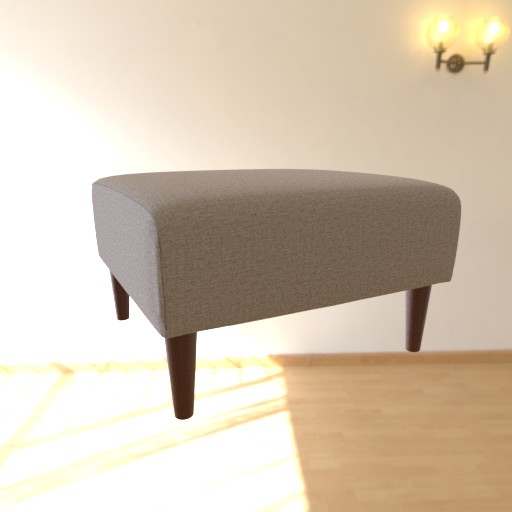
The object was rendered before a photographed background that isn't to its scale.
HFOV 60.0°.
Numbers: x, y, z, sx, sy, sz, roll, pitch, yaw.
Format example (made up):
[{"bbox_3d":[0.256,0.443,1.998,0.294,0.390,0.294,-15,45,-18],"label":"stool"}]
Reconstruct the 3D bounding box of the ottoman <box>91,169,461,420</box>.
[{"bbox_3d":[0.000,0.000,1.069,0.655,0.399,0.648,-7,16,-27],"label":"ottoman"}]
